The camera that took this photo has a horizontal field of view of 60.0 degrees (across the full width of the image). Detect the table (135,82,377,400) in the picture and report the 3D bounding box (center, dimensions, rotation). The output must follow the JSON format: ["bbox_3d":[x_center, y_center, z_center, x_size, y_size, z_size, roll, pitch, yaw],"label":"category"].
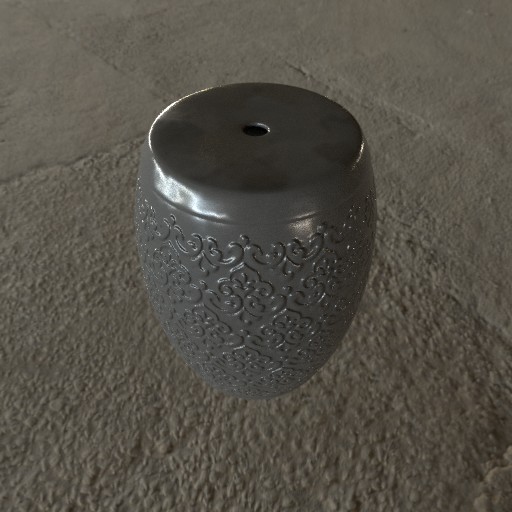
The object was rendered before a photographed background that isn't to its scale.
[{"bbox_3d":[0.000,0.000,0.619,0.309,0.397,0.309,0,46,0],"label":"table"}]
